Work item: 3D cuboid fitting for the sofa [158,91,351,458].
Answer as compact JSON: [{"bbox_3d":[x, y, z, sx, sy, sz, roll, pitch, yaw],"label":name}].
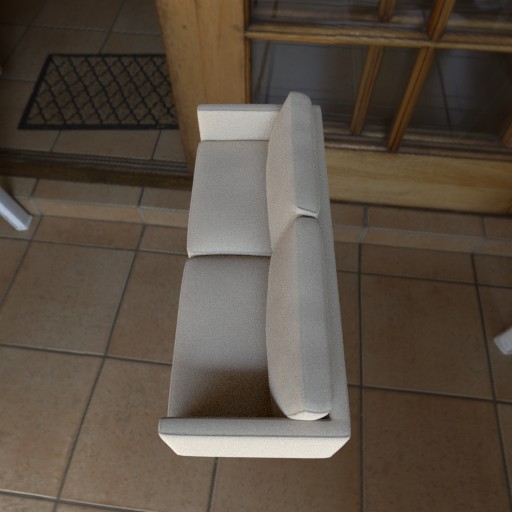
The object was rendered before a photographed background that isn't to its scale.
[{"bbox_3d":[0.000,0.000,2.925,0.951,0.968,2.361,1,58,0],"label":"sofa"}]
